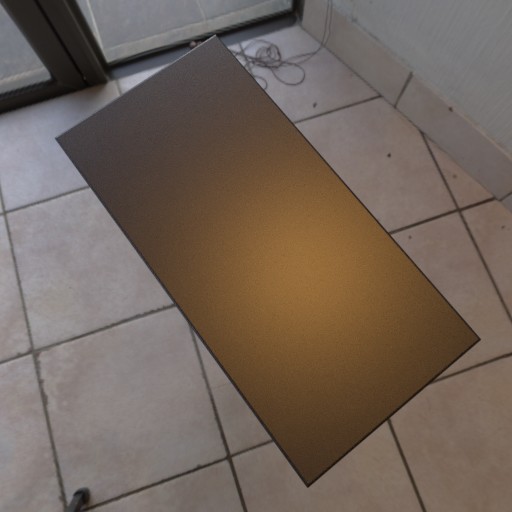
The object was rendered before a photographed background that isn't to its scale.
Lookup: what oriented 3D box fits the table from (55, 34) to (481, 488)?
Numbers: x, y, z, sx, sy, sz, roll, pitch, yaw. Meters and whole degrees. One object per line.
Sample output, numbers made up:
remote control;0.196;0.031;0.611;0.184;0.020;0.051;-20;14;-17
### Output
table;0.000;0.000;1.398;0.550;0.510;1.107;-37;79;-8
